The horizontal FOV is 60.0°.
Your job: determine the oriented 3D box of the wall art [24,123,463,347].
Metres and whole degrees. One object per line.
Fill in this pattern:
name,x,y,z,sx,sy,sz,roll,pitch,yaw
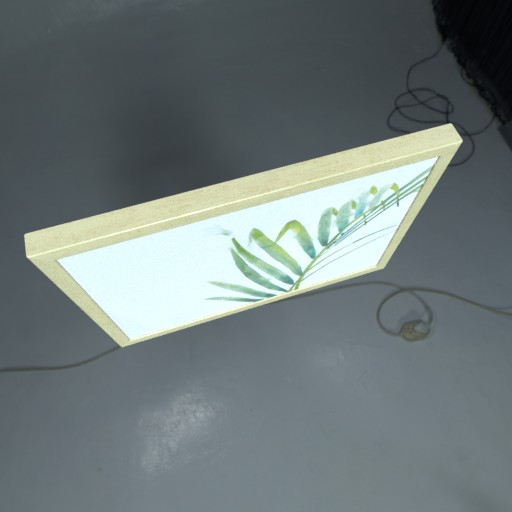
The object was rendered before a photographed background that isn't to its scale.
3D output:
wall art,0.000,0.000,0.694,0.533,0.381,0.032,-16,65,-8
